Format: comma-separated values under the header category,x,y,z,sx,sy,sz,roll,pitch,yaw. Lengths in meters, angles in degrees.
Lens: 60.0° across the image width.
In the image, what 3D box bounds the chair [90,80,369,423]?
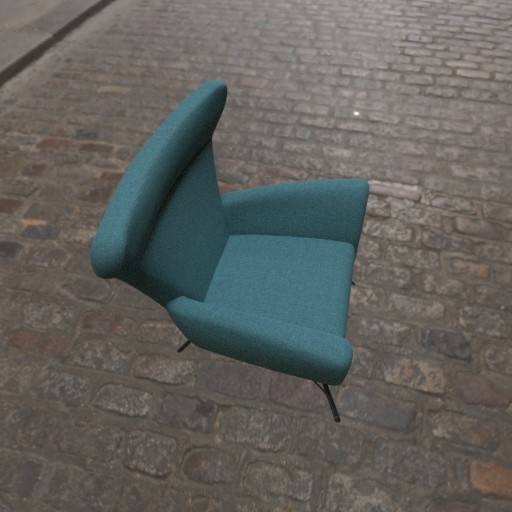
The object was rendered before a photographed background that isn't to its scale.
category,x,y,z,sx,sy,sz,roll,pitch,yaw
chair,0.000,0.000,1.799,0.900,0.980,1.050,10,48,9
